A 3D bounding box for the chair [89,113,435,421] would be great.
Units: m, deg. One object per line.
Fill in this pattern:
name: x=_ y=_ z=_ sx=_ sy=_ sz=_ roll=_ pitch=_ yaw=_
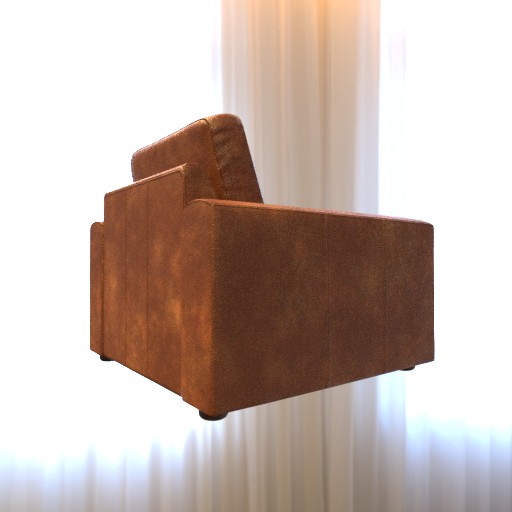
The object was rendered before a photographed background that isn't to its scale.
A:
chair: x=0.000 y=0.000 z=1.773 sx=1.016 sy=0.873 sz=1.005 roll=0 pitch=0 yaw=-37
